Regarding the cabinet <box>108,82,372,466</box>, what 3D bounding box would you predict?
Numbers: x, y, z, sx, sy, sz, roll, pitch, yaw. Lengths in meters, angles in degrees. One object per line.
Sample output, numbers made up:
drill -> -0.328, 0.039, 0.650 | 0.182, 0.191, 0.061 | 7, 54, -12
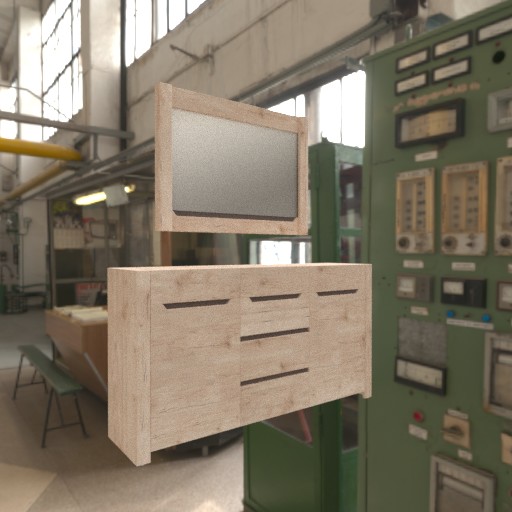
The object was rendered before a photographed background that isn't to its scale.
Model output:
cabinet -> 0.000, 0.000, 2.749 | 1.700, 1.981, 0.420 | 0, 1, -36
